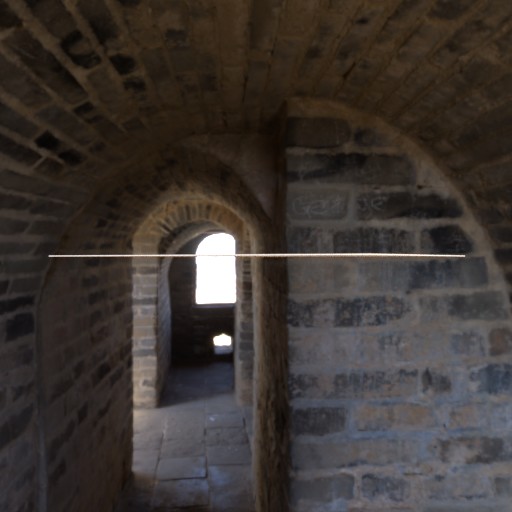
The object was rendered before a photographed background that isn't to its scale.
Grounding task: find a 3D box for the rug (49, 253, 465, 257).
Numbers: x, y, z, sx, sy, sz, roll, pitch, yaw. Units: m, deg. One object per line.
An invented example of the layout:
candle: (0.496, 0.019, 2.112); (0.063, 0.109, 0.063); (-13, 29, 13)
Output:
rug: (0.000, 0.000, 2.923); (2.227, 0.008, 1.611); (0, 0, 36)
